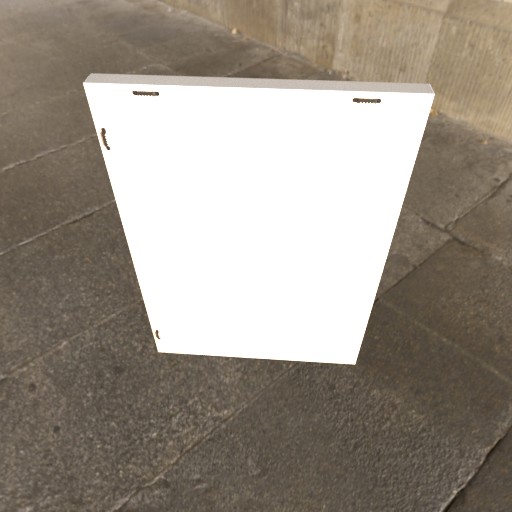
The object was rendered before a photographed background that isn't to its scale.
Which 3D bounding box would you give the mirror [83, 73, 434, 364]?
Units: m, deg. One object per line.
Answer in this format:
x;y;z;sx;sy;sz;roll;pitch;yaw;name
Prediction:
0.000;0.000;0.898;0.507;0.710;0.040;3;45;3;mirror
